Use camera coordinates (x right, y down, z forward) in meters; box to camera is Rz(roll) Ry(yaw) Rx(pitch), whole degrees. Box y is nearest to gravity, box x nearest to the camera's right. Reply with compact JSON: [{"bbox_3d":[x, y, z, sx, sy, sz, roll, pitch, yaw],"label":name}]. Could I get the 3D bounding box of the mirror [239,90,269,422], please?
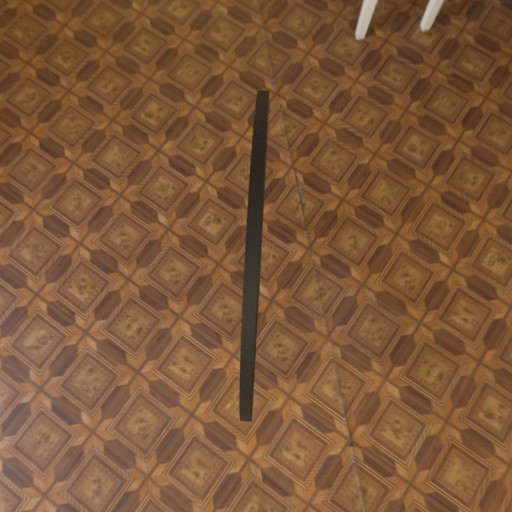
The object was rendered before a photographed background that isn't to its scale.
[{"bbox_3d":[0.000,0.000,1.537,0.036,1.077,1.077,3,76,1],"label":"mirror"}]
